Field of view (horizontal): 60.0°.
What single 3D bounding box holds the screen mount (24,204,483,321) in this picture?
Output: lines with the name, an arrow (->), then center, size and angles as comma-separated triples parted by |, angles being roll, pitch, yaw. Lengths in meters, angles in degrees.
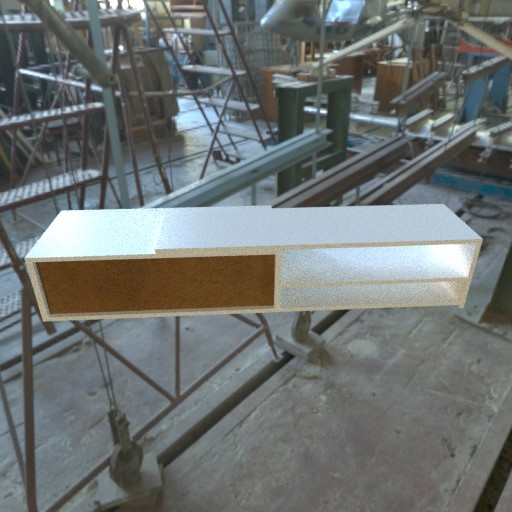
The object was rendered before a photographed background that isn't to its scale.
screen mount -> 0.000, 0.000, 1.876 | 1.680, 0.320, 0.420 | -2, 30, -3
